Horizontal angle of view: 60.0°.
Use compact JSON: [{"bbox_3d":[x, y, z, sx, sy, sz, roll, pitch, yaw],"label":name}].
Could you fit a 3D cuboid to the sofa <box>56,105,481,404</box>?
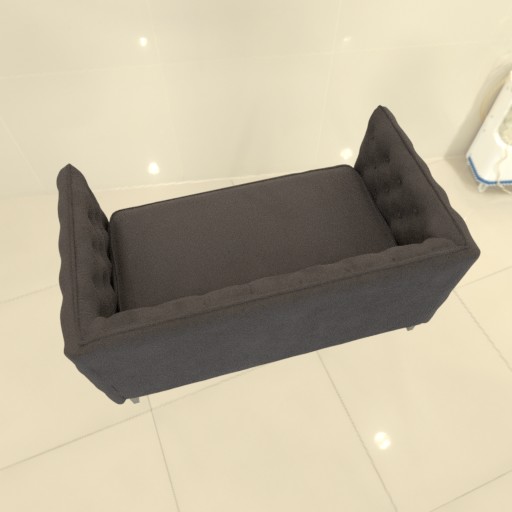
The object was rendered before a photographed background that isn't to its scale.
[{"bbox_3d":[0.000,0.000,2.103,1.583,0.810,0.909,-13,59,-8],"label":"sofa"}]
